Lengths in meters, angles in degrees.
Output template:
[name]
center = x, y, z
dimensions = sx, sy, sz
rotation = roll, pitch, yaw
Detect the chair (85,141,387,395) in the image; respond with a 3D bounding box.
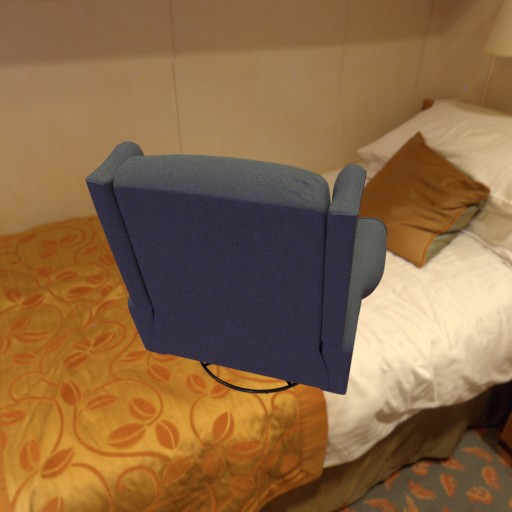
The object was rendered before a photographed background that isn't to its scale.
[chair]
center = 0.000, 0.000, 1.727
dimensions = 0.971, 1.020, 0.877
rotation = 9, 33, 14
